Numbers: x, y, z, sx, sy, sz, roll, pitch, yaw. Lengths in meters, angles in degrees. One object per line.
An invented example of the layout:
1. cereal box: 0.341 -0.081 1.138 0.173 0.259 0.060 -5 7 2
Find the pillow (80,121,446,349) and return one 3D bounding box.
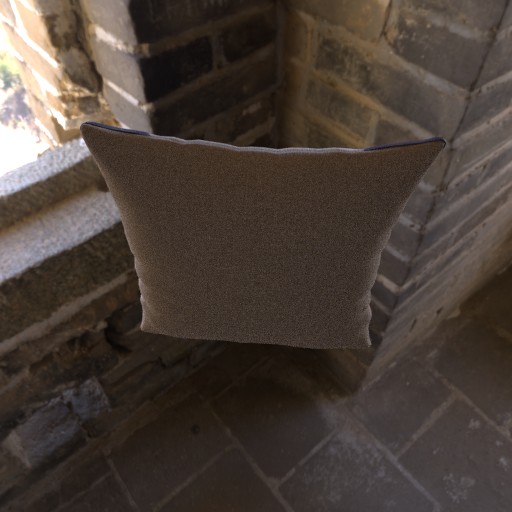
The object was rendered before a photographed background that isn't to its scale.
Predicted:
1. pillow: 0.000 0.000 0.683 0.440 0.441 0.147 3 47 3
